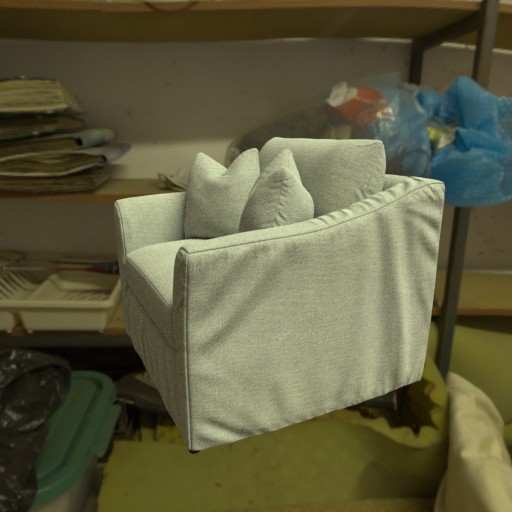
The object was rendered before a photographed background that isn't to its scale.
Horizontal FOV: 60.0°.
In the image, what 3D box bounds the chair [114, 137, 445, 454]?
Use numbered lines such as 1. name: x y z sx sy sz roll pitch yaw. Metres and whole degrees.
1. chair: 0.000 0.000 2.054 1.071 1.059 1.194 -8 17 -26
